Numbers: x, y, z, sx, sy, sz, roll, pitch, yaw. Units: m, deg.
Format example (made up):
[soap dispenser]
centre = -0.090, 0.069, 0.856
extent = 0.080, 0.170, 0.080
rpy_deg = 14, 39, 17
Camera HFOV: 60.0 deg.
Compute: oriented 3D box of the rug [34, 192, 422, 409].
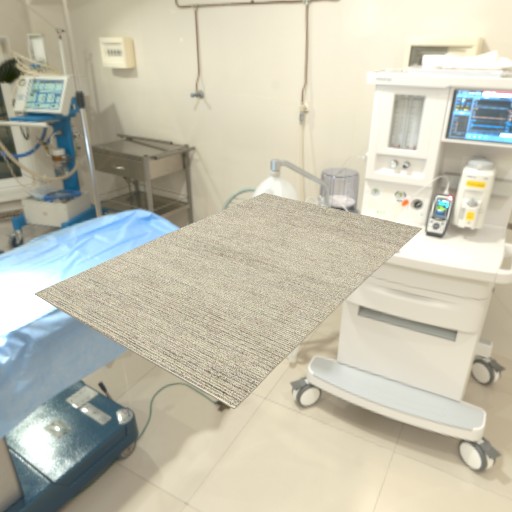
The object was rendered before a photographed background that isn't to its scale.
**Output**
[rug]
centre = 0.000, 0.000, 2.327
extent = 1.162, 0.022, 1.804
rpy_deg = 18, 32, 32
